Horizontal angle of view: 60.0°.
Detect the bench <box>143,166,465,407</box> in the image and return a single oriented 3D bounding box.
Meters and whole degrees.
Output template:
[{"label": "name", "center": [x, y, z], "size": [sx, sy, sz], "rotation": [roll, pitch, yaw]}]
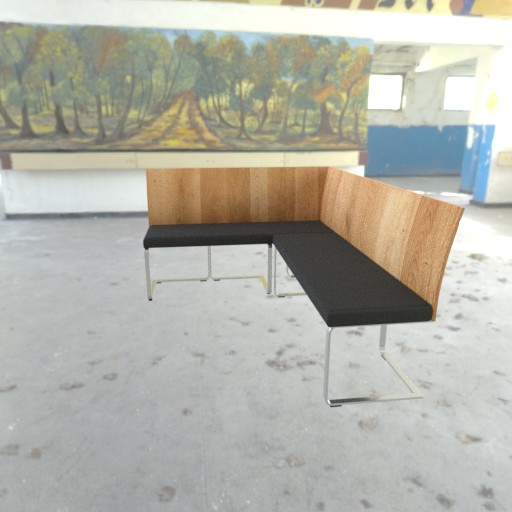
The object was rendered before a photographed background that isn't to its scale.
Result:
[{"label": "bench", "center": [0.000, 0.000, 2.802], "size": [1.495, 0.930, 1.945], "rotation": [-2, 17, -7]}]
